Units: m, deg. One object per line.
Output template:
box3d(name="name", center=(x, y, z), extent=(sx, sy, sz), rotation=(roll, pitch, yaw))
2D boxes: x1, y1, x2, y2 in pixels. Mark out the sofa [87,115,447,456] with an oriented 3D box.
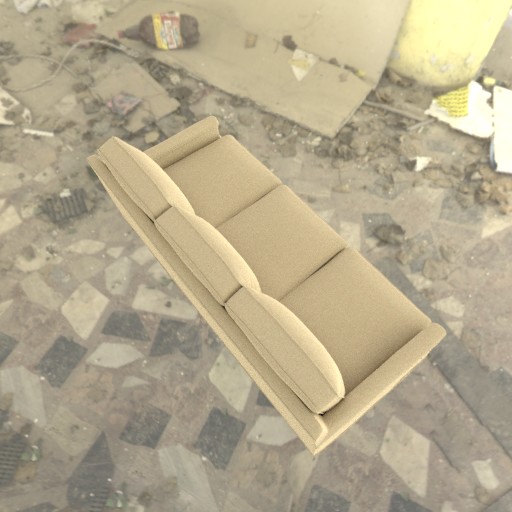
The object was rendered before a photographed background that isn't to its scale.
box3d(name="sofa", center=(0.000, 0.000, 2.856), extent=(1.084, 1.003, 2.246), rotation=(-34, 64, -19))
